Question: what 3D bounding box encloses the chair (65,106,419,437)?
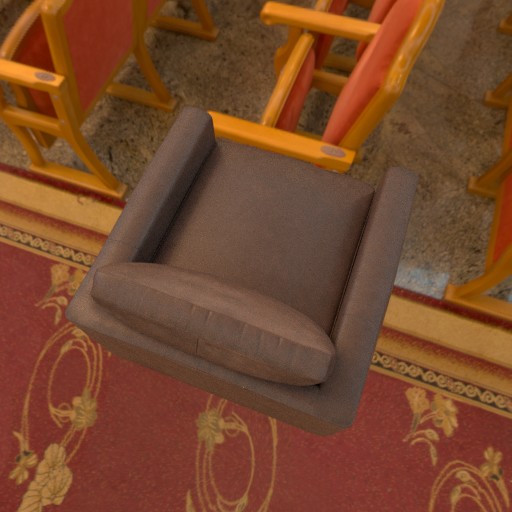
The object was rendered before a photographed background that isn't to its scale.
[{"bbox_3d":[0.000,0.000,1.824,1.100,0.812,1.069,19,66,9],"label":"chair"}]
